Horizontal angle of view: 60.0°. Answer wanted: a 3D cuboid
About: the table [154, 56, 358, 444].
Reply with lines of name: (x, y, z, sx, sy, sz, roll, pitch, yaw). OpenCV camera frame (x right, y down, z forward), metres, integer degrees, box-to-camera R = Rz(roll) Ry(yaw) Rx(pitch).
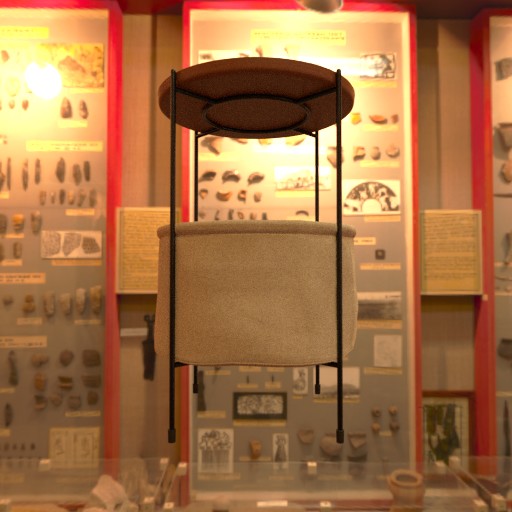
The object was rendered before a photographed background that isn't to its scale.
table: (0.000, 0.000, 0.881, 0.393, 0.623, 0.393, 0, -1, 0)
